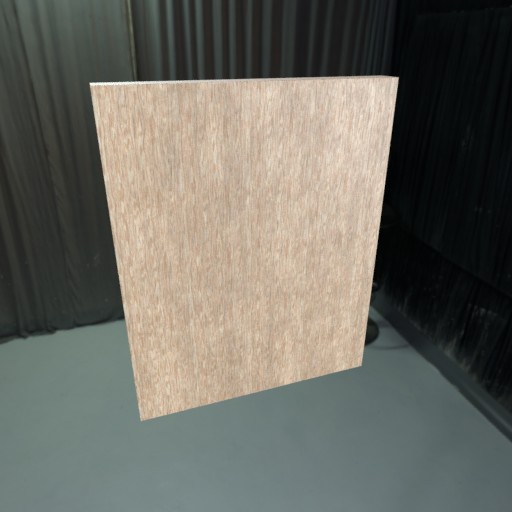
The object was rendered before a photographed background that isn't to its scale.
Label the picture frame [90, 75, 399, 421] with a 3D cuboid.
[{"bbox_3d":[0.000,0.000,0.711,0.424,0.526,0.043,-9,27,-18],"label":"picture frame"}]
